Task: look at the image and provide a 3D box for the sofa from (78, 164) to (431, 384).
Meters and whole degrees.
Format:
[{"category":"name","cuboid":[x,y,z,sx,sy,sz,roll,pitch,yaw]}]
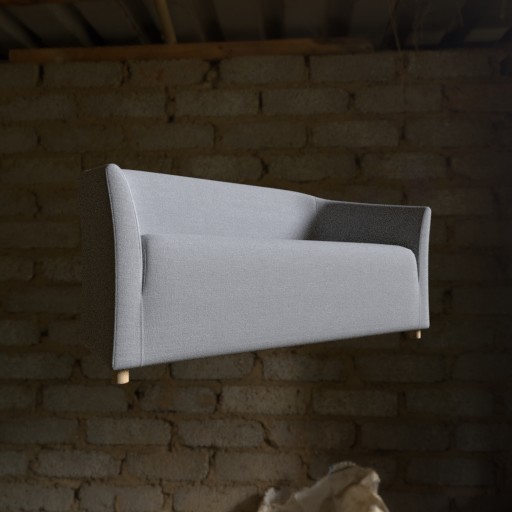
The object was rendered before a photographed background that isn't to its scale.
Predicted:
[{"category":"sofa","cuboid":[0.000,0.000,1.840,1.452,0.721,0.705,1,-2,-36]}]
